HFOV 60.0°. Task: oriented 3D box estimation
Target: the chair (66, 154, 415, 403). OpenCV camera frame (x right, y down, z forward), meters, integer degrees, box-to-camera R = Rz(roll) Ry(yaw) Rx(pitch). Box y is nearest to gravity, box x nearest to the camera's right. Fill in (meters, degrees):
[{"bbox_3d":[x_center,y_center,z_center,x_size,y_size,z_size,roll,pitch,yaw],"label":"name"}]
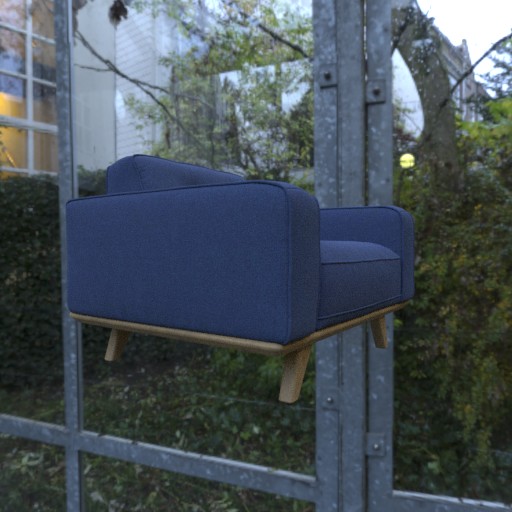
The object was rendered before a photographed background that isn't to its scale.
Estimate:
[{"bbox_3d":[0.000,0.000,1.761,0.953,0.783,1.118,1,2,35],"label":"chair"}]
